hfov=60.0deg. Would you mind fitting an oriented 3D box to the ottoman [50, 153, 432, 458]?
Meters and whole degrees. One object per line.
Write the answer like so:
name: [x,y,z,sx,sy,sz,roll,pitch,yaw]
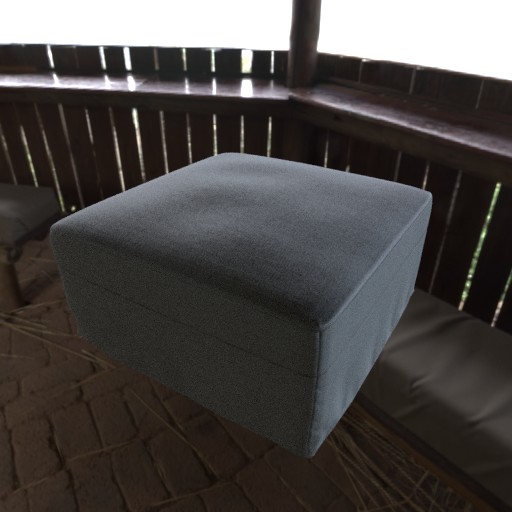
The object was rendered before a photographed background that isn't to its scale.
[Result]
ottoman: [0.000,0.000,1.375,0.842,0.441,0.843,18,34,28]
